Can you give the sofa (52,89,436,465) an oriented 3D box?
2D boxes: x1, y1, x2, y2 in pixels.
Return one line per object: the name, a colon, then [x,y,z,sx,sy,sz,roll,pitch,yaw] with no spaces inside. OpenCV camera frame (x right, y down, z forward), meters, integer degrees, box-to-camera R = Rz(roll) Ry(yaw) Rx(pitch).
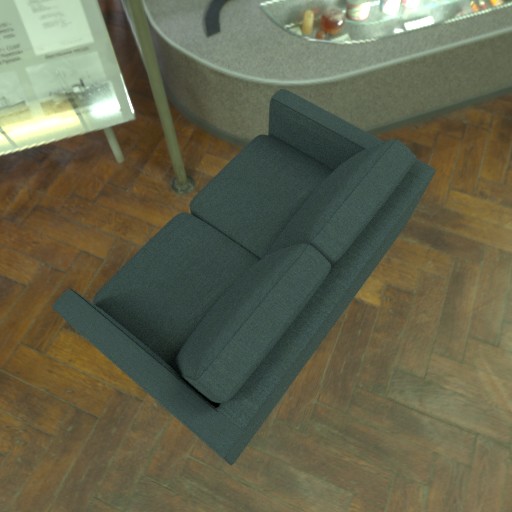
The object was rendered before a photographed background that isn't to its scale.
sofa: [0.000,0.000,2.266,0.999,0.907,1.659,34,67,17]
